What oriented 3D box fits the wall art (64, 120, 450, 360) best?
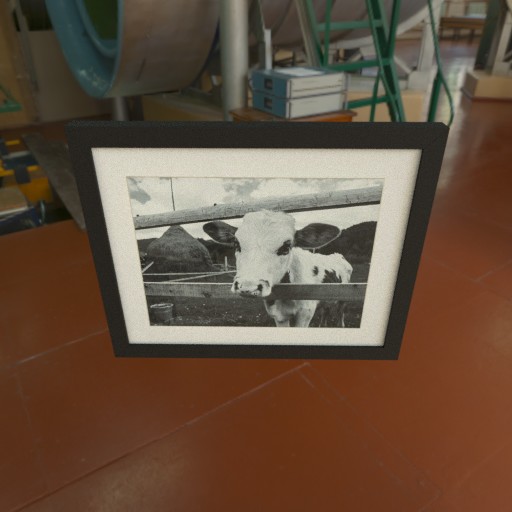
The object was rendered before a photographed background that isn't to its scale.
[{"bbox_3d":[0.000,0.000,0.558,0.404,0.329,0.024,0,31,1],"label":"wall art"}]
